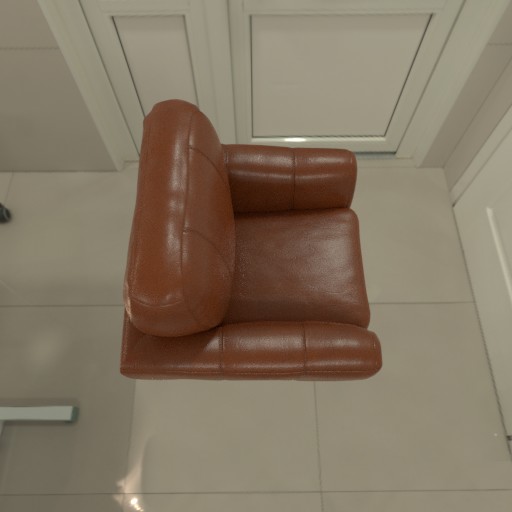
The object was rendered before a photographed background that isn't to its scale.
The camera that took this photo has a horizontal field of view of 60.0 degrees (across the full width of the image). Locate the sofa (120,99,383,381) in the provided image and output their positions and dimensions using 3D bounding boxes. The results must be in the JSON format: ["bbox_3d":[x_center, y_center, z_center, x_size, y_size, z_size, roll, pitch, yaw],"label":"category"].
[{"bbox_3d":[0.000,0.000,1.512,0.789,0.876,0.836,-1,65,0],"label":"sofa"}]
